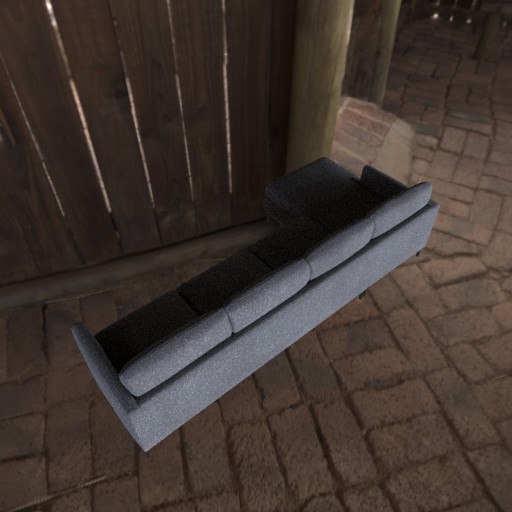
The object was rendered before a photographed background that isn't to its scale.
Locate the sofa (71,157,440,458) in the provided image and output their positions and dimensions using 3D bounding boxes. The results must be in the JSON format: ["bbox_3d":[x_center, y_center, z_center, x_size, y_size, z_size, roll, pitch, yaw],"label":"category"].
[{"bbox_3d":[0.000,0.000,3.526,2.932,0.810,1.350,-30,52,-27],"label":"sofa"}]
